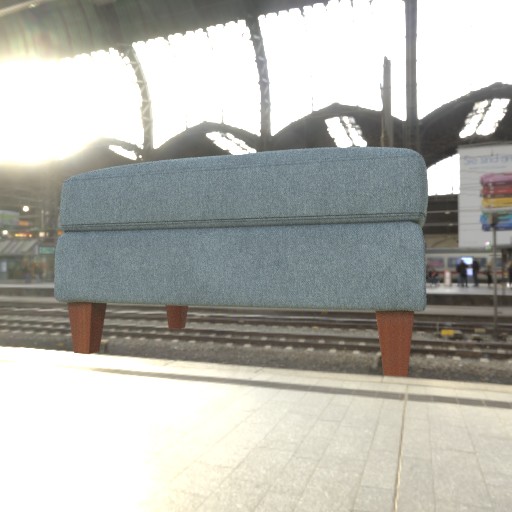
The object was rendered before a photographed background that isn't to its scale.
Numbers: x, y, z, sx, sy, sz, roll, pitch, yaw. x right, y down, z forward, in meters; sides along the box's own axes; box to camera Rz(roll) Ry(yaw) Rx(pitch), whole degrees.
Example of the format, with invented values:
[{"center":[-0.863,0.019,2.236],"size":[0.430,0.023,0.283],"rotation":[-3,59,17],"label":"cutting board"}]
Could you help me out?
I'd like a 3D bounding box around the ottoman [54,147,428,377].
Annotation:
[{"center":[0.000,0.000,1.213],"size":[0.864,0.483,0.584],"rotation":[-1,-2,18],"label":"ottoman"}]
